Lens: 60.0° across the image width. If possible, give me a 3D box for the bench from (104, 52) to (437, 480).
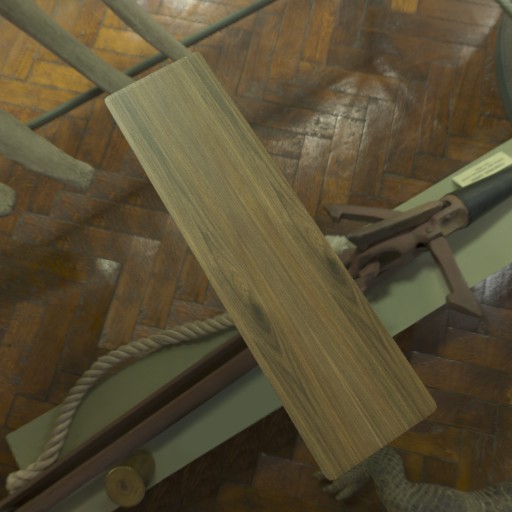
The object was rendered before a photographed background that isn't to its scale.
[{"bbox_3d":[0.000,0.000,1.776,0.425,0.462,1.570,-31,78,-7],"label":"bench"}]
